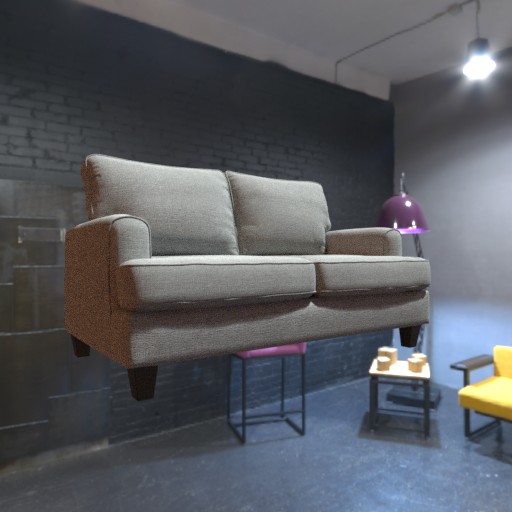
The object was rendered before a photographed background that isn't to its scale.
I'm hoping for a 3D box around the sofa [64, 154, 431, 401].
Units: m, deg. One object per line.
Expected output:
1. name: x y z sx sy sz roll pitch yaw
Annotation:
1. sofa: 0.000 0.000 2.239 1.651 0.965 0.965 0 0 -35
